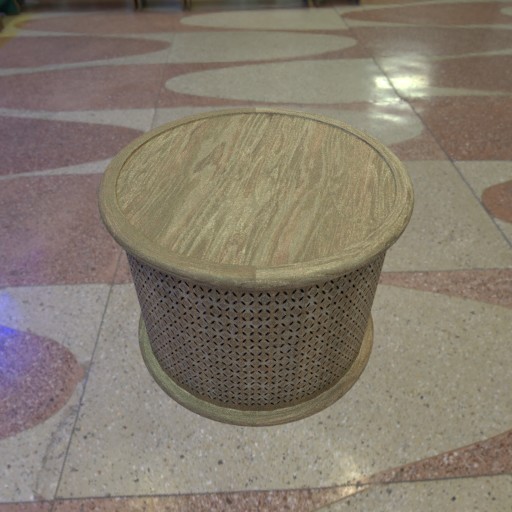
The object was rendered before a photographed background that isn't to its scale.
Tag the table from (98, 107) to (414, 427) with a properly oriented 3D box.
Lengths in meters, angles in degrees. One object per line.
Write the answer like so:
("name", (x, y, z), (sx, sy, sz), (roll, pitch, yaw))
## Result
("table", (0.000, 0.000, 1.022), (0.607, 0.450, 0.607), (0, 42, 0))
